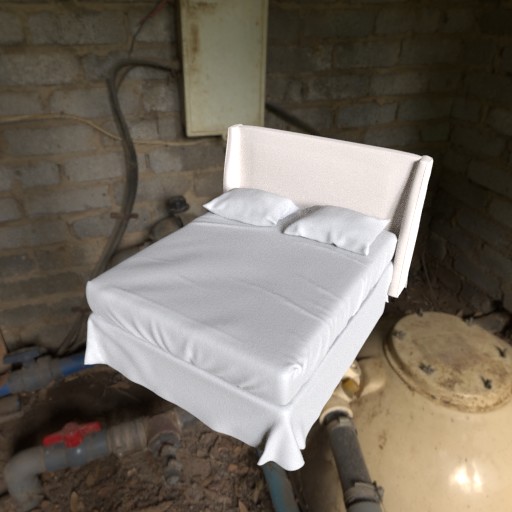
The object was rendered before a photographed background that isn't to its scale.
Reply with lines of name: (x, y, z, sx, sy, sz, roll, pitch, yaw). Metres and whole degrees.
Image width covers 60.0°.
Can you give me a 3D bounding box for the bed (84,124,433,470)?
bed: (0.000, 0.000, 3.462, 1.925, 1.332, 2.276, 18, 36, 27)
